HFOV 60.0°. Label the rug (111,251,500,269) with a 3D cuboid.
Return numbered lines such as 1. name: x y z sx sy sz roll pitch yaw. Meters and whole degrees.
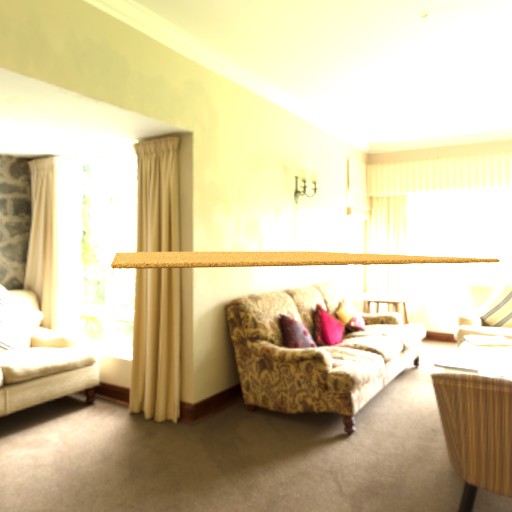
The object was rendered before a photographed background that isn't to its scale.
1. rug: 0.000 0.000 3.997 2.438 0.029 3.047 0 2 -17
